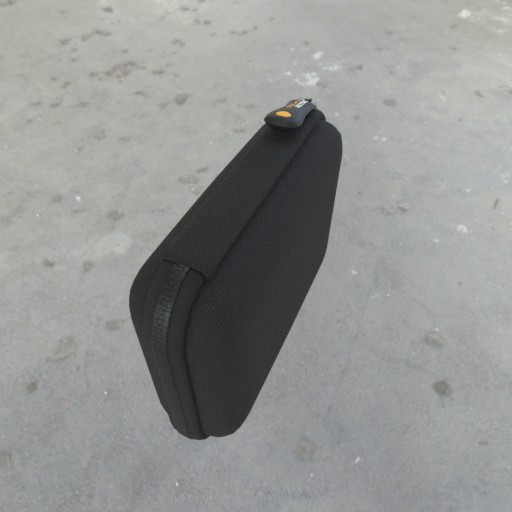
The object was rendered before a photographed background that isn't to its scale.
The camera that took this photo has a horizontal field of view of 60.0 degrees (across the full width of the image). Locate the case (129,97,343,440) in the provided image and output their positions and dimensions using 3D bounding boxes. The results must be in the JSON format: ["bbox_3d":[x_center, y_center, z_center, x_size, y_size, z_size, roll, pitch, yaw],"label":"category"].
[{"bbox_3d":[0.000,0.000,0.183,0.038,0.105,0.132,18,49,17],"label":"case"}]
